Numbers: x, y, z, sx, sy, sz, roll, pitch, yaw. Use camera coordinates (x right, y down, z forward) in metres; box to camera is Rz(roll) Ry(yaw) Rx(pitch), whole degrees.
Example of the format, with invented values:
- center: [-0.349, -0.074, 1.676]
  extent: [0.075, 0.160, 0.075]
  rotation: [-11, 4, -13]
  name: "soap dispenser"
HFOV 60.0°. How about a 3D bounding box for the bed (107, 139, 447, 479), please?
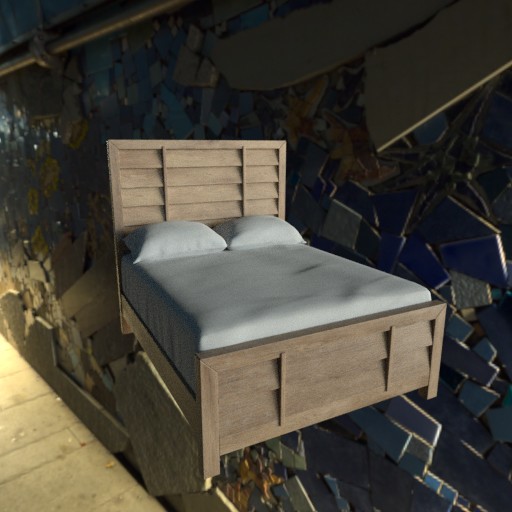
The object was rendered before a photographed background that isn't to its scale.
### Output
- center: [0.000, 0.000, 3.191]
  extent: [1.615, 1.631, 2.017]
  rotation: [-7, 16, -27]
  name: "bed"
